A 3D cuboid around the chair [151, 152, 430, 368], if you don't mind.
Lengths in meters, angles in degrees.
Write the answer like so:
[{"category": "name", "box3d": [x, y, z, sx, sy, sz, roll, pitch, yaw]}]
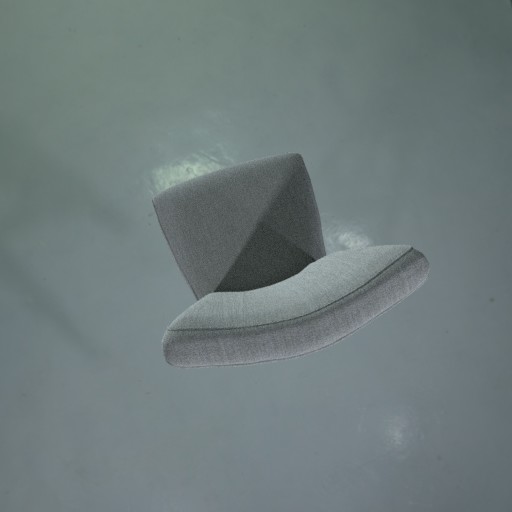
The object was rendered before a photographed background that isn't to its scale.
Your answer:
[{"category": "chair", "box3d": [0.000, 0.000, 1.329, 0.520, 0.991, 0.660, -18, 75, -5]}]
